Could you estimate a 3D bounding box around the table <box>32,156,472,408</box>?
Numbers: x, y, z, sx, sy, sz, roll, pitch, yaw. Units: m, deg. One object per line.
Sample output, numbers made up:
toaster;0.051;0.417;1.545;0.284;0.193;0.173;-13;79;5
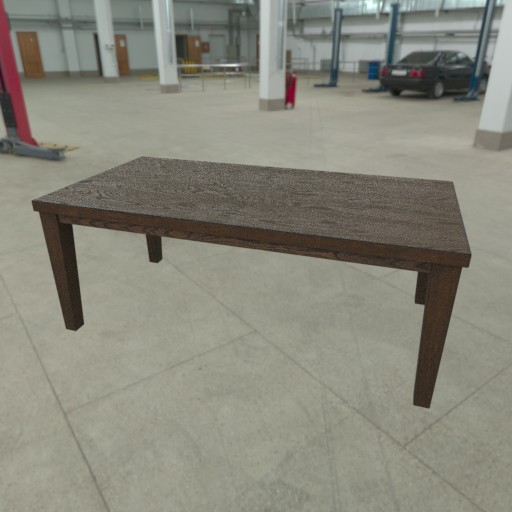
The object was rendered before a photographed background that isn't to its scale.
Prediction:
table;0.000;0.000;2.481;1.981;0.762;1.016;8;26;16
